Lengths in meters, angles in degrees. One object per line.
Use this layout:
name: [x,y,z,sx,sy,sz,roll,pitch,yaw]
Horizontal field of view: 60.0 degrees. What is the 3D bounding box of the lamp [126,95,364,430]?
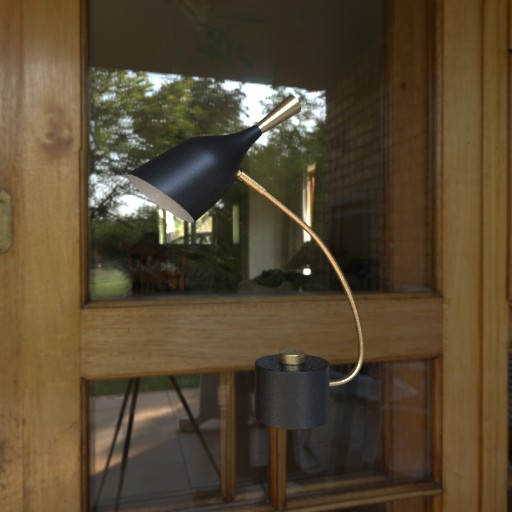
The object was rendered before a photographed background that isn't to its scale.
lamp: [0.000,0.000,0.626,0.352,0.464,0.110,0,1,-19]
